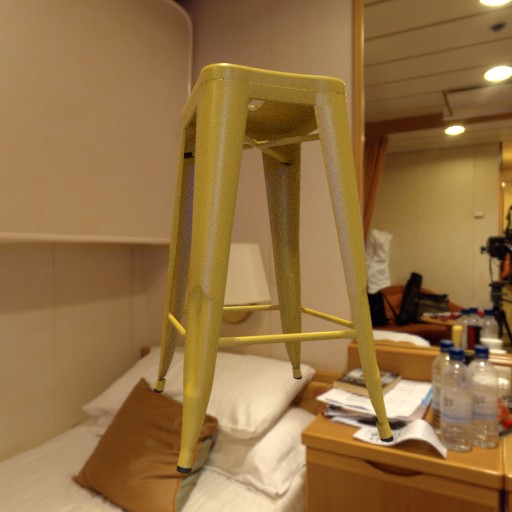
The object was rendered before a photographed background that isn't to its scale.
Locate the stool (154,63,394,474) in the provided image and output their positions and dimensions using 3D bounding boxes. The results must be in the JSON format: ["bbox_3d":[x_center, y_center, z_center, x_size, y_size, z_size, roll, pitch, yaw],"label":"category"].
[{"bbox_3d":[0.000,0.000,0.857,0.359,0.609,0.399,0,1,-18],"label":"stool"}]
